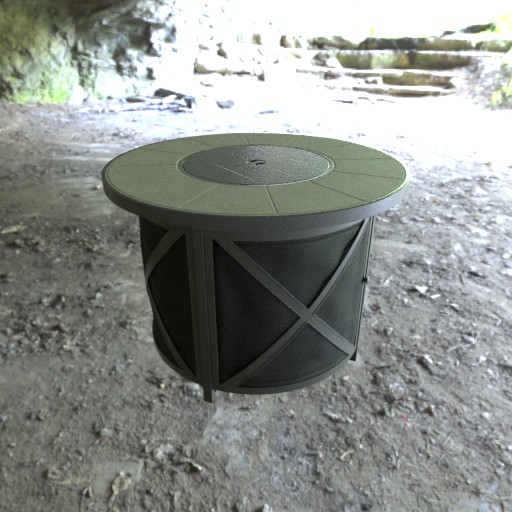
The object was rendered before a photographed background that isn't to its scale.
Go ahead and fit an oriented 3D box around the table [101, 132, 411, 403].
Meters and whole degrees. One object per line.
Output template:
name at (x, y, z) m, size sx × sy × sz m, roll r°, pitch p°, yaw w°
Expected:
table at (0.000, 0.000, 1.518) m, size 0.914 × 0.650 × 0.914 m, roll 0°, pitch 27°, yaw 0°
